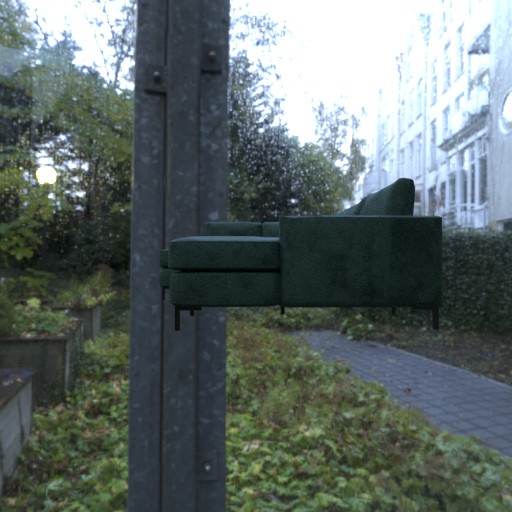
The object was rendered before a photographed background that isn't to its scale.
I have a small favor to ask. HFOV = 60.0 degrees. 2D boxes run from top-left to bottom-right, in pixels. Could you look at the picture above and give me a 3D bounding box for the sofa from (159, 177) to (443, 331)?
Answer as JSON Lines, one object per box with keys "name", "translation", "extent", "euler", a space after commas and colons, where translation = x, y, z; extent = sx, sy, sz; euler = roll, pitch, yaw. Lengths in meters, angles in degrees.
{"name": "sofa", "translation": [0.000, 0.000, 3.845], "extent": [1.992, 0.861, 2.994], "euler": [0, -1, -1]}
